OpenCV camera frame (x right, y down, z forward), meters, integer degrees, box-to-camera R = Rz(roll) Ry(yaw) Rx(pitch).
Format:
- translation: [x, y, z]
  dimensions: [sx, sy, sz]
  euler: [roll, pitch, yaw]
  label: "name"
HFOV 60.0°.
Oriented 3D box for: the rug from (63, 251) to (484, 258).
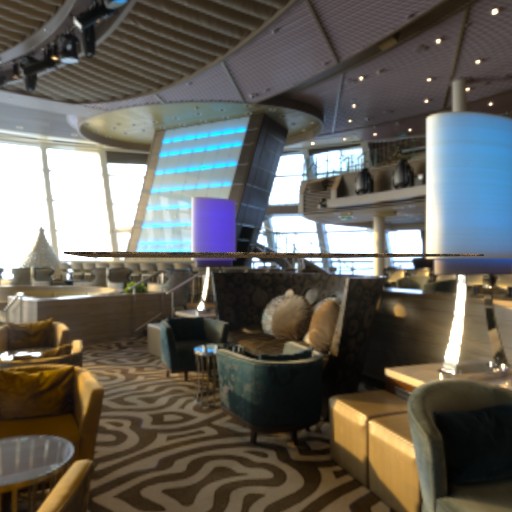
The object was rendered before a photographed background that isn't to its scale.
- translation: [0.000, 0.000, 3.023]
  dimensions: [2.261, 0.013, 1.676]
  euler: [0, -1, -17]
  label: "rug"
